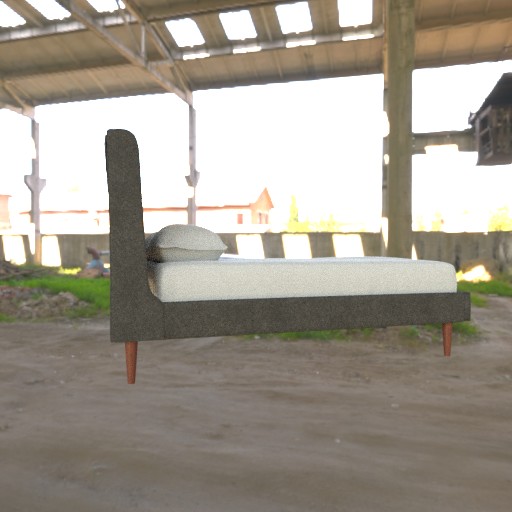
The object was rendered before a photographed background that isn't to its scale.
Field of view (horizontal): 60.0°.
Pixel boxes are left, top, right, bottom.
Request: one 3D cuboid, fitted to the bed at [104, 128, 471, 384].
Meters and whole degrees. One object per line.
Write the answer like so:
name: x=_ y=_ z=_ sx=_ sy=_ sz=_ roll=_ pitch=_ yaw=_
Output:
bed: x=0.000 y=0.000 z=2.554 sx=1.638 sy=0.933 sz=1.531 roll=0 pitch=0 yaw=-18
